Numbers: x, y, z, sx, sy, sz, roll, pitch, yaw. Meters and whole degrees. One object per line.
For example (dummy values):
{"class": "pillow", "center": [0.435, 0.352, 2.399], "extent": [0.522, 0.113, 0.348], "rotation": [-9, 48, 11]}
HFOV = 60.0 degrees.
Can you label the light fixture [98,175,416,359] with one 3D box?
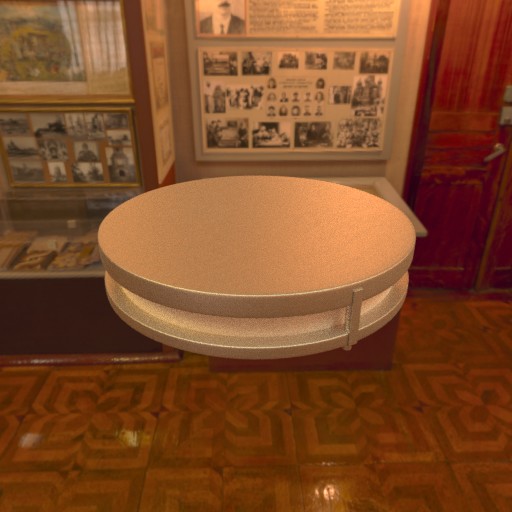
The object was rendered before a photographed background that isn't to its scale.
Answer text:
{"class": "light fixture", "center": [0.000, 0.000, 0.540], "extent": [0.356, 0.102, 0.356], "rotation": [0, 26, 0]}
